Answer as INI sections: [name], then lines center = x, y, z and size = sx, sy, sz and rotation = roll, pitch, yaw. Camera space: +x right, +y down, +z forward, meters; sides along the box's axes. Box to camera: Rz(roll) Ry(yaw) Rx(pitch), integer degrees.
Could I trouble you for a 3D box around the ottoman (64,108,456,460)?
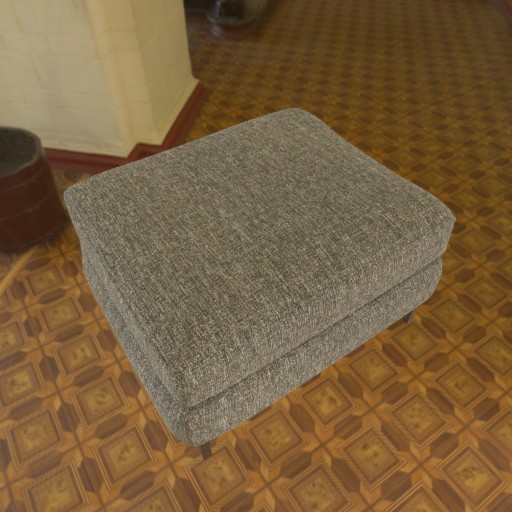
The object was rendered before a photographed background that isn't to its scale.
[ottoman]
center = 0.000, 0.000, 1.218
size = 0.828, 0.480, 0.683
rotation = -26, 52, -23
